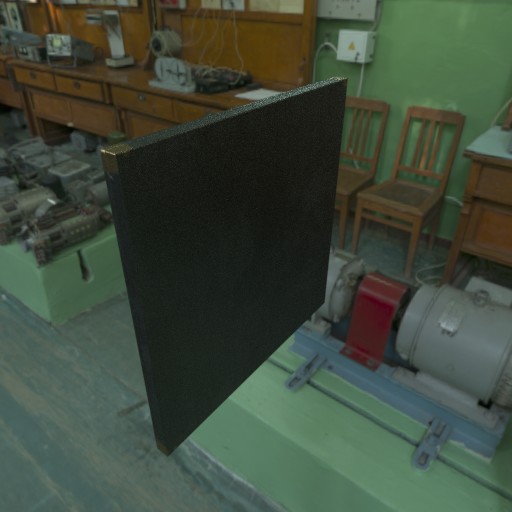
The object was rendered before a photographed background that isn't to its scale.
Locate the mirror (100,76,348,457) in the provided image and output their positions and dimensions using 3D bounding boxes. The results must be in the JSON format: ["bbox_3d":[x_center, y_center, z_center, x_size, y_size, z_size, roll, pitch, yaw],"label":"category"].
[{"bbox_3d":[0.000,0.000,0.572,0.020,0.381,0.382,22,38,31],"label":"mirror"}]
